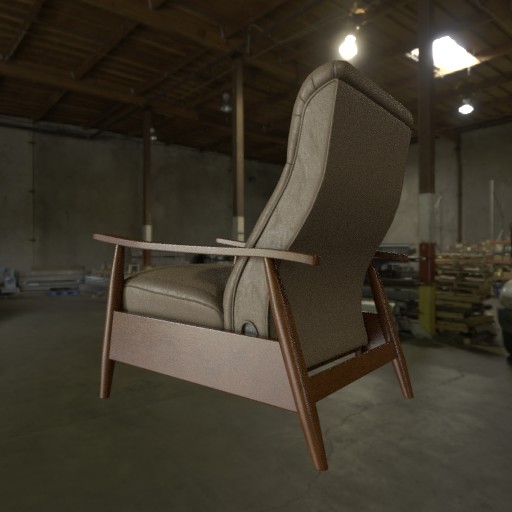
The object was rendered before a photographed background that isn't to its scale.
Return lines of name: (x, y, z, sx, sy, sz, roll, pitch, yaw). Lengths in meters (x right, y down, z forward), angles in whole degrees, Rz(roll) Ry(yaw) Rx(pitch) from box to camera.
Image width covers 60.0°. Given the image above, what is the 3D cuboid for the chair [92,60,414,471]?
chair: (0.000, 0.000, 1.701, 1.014, 1.082, 0.762, 0, 0, 37)
